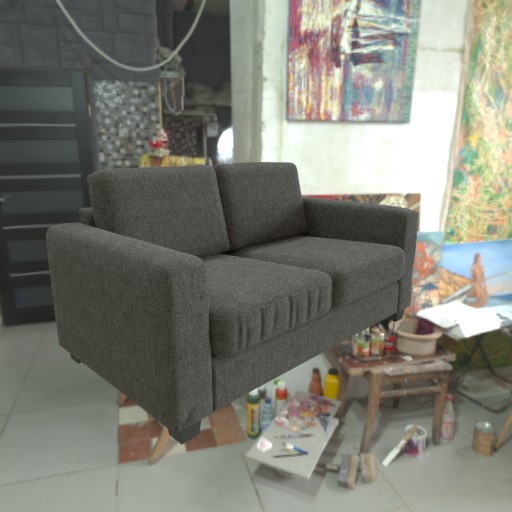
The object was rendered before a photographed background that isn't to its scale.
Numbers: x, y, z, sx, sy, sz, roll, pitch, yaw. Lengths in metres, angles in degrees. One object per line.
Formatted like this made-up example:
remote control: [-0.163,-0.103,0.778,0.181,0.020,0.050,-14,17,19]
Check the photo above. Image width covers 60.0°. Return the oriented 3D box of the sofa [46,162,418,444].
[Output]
sofa: [0.000,0.000,2.008,0.900,0.800,1.520,14,20,43]
